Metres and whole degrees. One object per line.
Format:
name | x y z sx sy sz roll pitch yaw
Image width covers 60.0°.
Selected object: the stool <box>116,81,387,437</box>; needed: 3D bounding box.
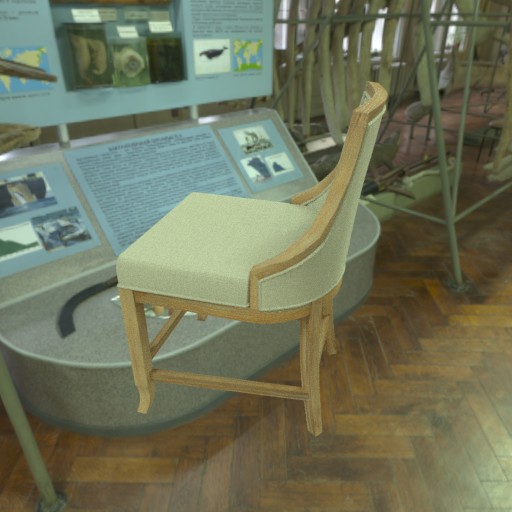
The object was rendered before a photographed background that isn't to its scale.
stool | 0.000 0.000 1.312 0.626 0.938 0.524 8 30 14
